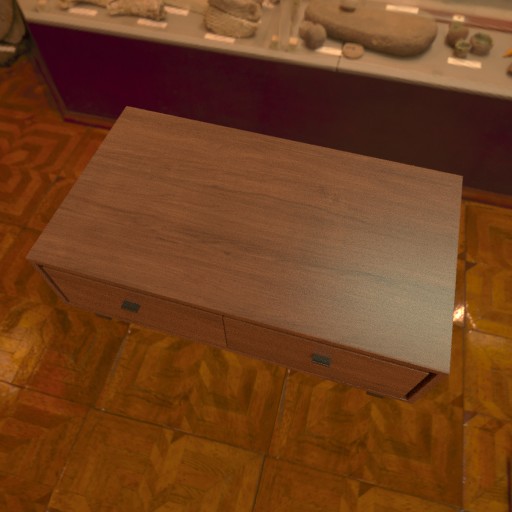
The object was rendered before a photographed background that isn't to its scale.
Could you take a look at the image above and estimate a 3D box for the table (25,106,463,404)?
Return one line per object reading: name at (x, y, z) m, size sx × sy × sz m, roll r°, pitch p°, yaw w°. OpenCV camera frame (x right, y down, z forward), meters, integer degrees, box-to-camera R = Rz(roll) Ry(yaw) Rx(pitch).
table at (0.000, 0.000, 1.317) m, size 1.020 × 0.380 × 0.600 m, roll 14°, pitch 59°, yaw 9°
